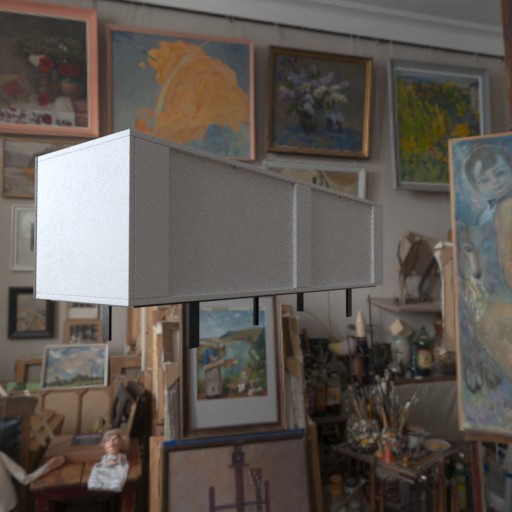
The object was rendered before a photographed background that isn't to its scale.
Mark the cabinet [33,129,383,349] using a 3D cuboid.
[{"bbox_3d":[0.000,0.000,1.713,0.431,0.533,1.499,-1,-2,37],"label":"cabinet"}]
